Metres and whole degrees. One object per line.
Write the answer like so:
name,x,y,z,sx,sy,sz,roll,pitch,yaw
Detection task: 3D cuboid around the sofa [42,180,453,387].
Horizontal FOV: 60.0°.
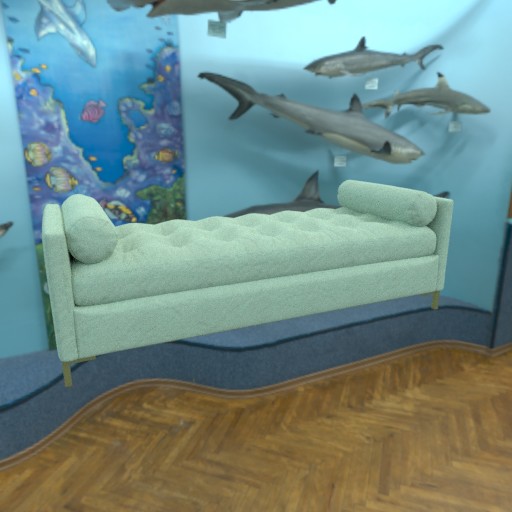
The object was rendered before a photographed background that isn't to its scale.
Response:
sofa,0.000,0.000,2.467,2.102,0.705,0.796,-7,17,-23
